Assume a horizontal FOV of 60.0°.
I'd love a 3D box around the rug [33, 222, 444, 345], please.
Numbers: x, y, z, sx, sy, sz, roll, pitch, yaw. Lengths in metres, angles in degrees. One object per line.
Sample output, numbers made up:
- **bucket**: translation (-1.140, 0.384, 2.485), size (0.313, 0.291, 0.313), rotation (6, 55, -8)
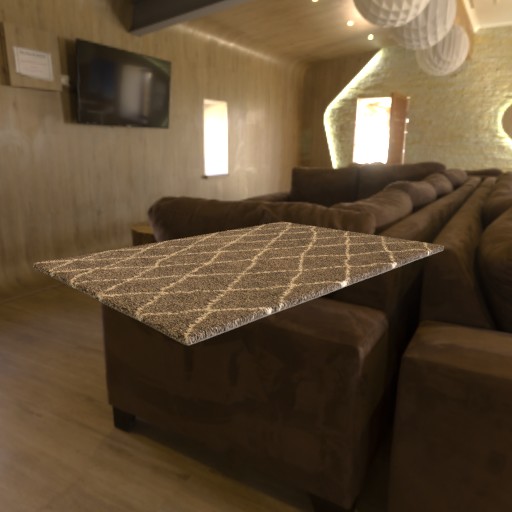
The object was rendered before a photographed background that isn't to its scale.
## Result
- **rug**: translation (0.000, 0.000, 2.291), size (1.219, 0.030, 1.778), rotation (13, 19, 43)
